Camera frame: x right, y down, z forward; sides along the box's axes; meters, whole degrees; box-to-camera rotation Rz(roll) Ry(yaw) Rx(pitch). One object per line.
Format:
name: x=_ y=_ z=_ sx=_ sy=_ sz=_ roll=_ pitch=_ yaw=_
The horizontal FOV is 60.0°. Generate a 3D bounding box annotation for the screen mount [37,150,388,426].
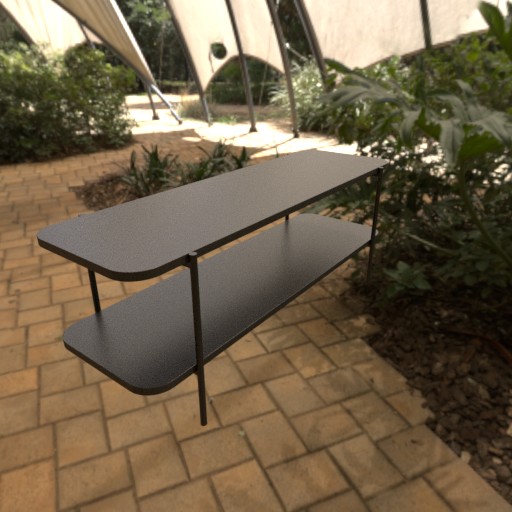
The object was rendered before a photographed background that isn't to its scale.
screen mount: x=0.000 y=0.000 z=1.403 sx=0.400 sy=0.447 sz=1.200 roll=18 pitch=30 yaw=34
